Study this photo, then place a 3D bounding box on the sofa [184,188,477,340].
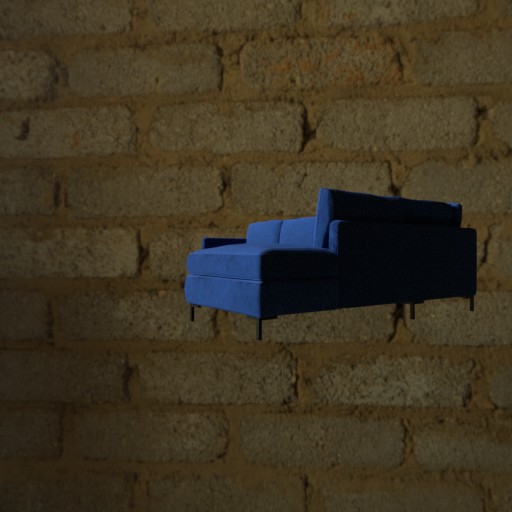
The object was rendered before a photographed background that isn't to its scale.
[{"bbox_3d":[0.000,0.000,3.290,1.707,0.687,2.486,0,0,-35],"label":"sofa"}]
